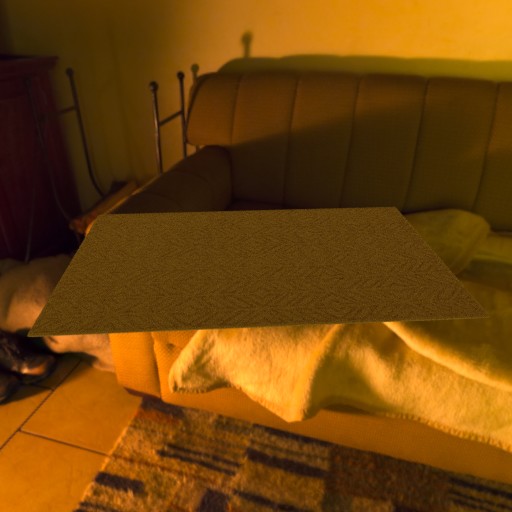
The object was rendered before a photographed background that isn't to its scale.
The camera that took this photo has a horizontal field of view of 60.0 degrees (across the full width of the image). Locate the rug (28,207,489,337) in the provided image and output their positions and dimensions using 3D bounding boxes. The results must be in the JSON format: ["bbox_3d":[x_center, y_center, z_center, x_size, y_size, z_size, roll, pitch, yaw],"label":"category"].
[{"bbox_3d":[0.000,0.000,2.982,2.438,0.008,1.523,-2,29,-3],"label":"rug"}]
